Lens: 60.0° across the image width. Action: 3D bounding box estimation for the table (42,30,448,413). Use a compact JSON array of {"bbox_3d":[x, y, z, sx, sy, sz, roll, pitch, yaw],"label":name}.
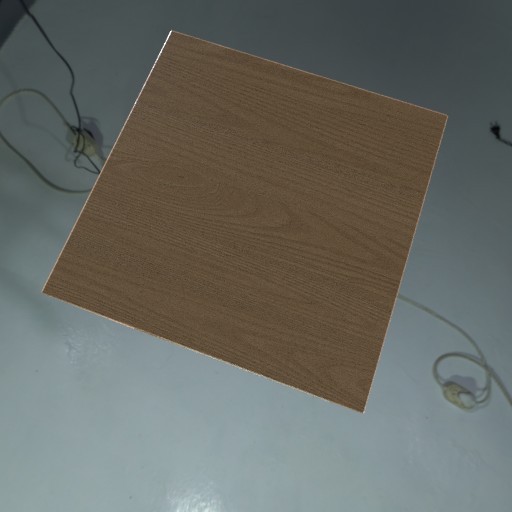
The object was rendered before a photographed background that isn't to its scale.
[{"bbox_3d":[0.000,0.000,0.824,0.400,0.550,0.400,19,76,5],"label":"table"}]
